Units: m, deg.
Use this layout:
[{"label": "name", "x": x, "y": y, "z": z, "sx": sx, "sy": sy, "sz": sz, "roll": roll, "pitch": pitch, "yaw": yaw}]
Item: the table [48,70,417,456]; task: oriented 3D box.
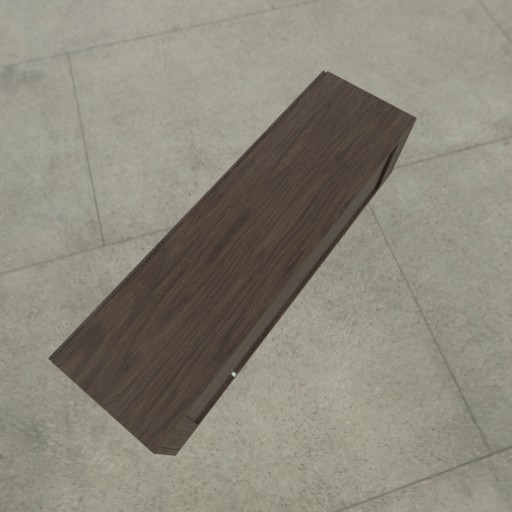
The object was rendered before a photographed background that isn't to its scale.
[{"label": "table", "x": 0.000, "y": 0.000, "z": 1.652, "sx": 0.405, "sy": 0.508, "sz": 1.397, "roll": 35, "pitch": 70, "yaw": 15}]
